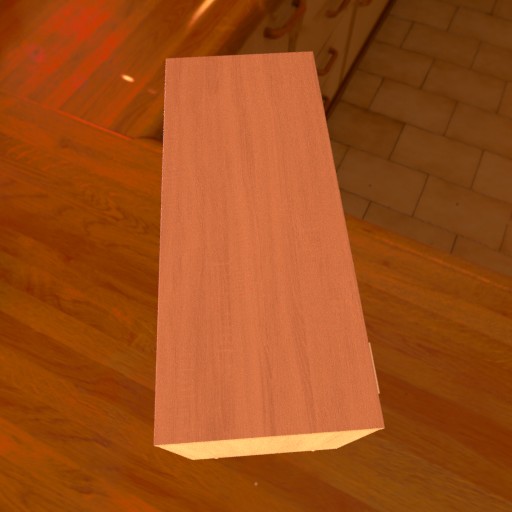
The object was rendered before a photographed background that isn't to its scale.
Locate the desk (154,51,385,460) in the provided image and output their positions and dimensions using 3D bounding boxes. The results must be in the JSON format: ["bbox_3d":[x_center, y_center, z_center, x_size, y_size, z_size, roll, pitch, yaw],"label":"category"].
[{"bbox_3d":[0.000,0.000,1.738,0.600,0.740,1.390,-4,63,-2],"label":"desk"}]
